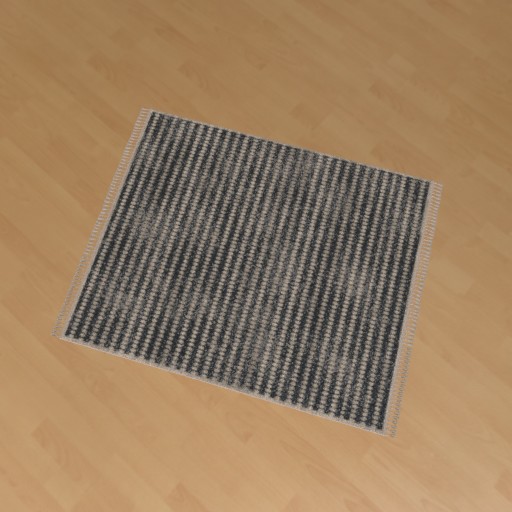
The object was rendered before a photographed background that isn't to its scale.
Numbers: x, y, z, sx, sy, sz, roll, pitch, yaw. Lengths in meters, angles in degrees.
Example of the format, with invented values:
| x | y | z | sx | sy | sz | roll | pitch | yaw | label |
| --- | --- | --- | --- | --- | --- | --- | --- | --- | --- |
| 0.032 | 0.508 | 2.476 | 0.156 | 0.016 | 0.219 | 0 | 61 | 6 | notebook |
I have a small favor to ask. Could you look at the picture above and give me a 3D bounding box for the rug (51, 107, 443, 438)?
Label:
| x | y | z | sx | sy | sz | roll | pitch | yaw | label |
| --- | --- | --- | --- | --- | --- | --- | --- | --- | --- |
| 0.000 | 0.000 | 3.855 | 2.910 | 0.013 | 2.256 | 15 | 75 | 4 | rug |
